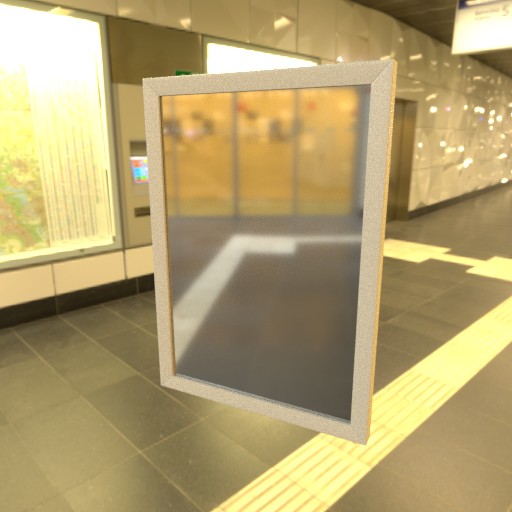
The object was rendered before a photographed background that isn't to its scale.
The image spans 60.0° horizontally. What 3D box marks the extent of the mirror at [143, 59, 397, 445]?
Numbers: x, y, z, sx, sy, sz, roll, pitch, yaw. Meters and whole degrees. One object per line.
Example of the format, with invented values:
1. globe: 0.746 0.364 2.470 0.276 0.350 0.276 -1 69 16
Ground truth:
1. mirror: 0.000 0.000 0.916 0.507 0.710 0.040 7 16 26
